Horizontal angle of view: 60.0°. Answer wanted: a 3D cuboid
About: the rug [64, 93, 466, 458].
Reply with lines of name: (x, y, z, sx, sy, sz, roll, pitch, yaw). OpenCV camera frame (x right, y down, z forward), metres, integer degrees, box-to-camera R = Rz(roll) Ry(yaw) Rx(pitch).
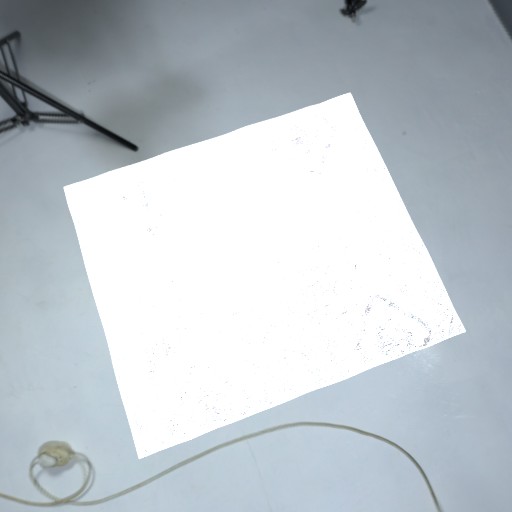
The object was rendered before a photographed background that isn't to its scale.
rug: (0.000, 0.000, 0.868, 0.639, 0.006, 0.548, -20, 76, -5)
